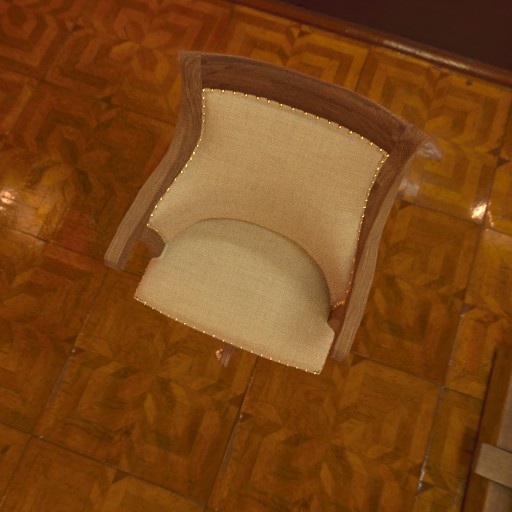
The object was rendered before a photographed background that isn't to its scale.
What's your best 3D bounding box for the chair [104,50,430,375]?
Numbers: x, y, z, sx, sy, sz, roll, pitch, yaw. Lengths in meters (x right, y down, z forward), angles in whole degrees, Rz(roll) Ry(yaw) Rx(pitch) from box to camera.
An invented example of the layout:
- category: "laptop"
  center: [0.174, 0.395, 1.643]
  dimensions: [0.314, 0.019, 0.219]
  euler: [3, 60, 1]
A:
- category: "chair"
  center: [0.000, 0.000, 1.390]
  dimensions: [0.656, 0.965, 0.689]
  euler: [21, 75, 6]
